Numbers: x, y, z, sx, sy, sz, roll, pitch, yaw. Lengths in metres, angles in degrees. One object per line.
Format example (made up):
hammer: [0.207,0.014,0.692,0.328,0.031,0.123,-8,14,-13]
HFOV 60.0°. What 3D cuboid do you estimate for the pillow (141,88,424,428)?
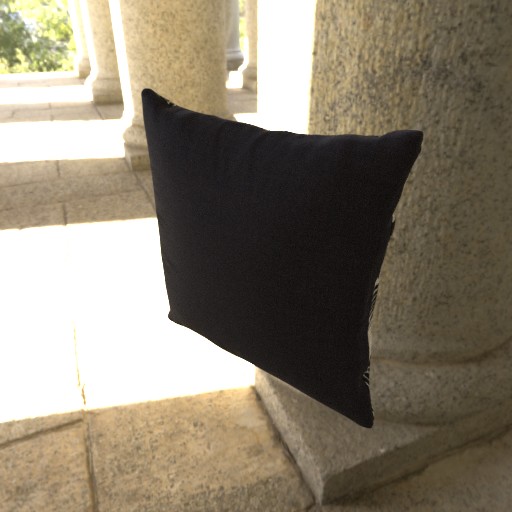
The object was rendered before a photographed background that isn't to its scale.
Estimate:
pillow: [0.000,0.000,0.659,0.432,0.432,0.139,21,36,32]
